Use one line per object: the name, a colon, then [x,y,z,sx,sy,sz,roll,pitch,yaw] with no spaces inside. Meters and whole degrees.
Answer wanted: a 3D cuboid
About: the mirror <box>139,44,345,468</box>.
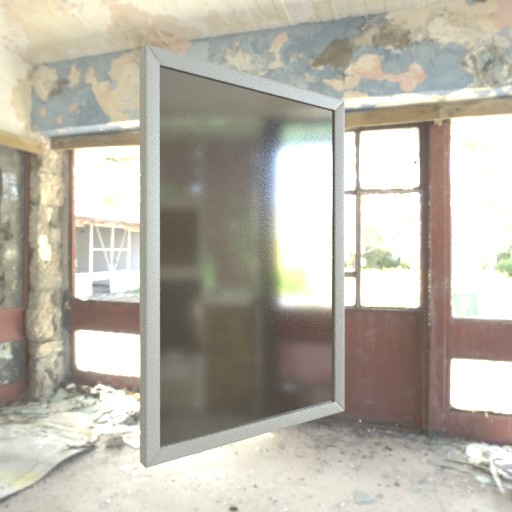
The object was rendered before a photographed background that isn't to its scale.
mirror: [0.000,0.000,1.146,0.609,0.914,0.041,0,0,-35]
